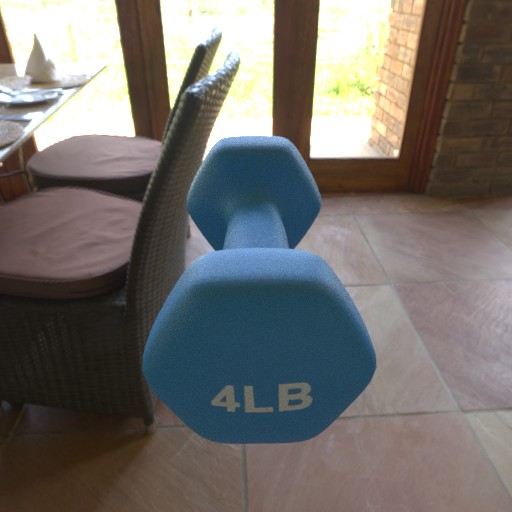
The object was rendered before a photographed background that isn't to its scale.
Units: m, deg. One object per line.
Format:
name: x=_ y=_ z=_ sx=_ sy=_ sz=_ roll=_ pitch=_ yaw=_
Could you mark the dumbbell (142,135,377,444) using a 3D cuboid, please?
dumbbell: x=0.000 y=0.000 z=0.190 sx=0.074 sy=0.066 sz=0.152 roll=0 pitch=32 yaw=0
